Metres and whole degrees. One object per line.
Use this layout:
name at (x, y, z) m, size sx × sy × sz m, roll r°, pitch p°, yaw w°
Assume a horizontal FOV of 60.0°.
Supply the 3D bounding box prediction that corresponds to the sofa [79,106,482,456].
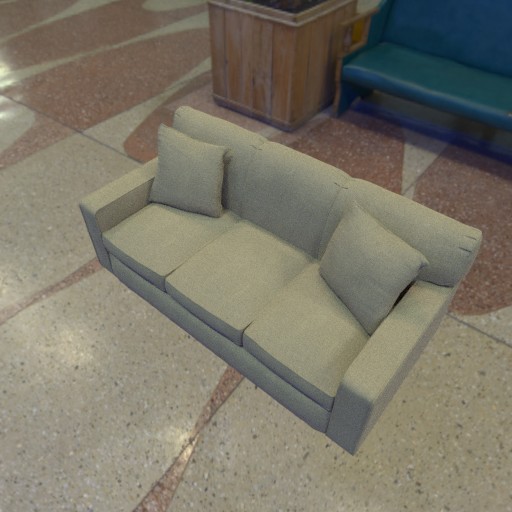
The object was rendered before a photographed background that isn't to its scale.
sofa at (0.000, 0.000, 2.560) m, size 2.024 × 0.958 × 0.997 m, roll 31°, pitch 53°, yaw 27°
